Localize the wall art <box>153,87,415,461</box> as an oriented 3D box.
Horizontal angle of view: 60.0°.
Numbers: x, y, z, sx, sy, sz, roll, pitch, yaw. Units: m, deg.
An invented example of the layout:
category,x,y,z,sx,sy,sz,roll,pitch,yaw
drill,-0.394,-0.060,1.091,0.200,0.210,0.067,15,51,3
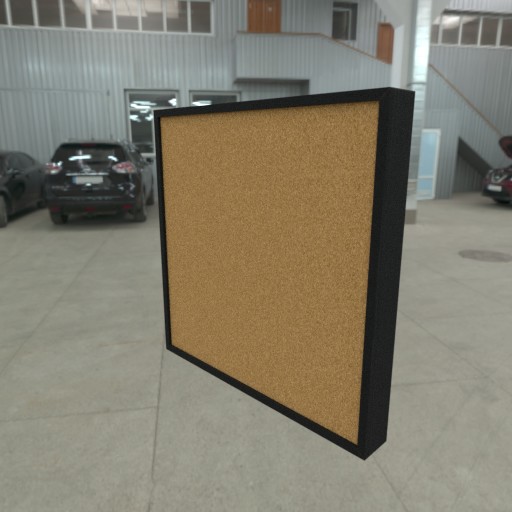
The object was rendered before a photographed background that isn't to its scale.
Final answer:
category,x,y,z,sx,sy,sz,roll,pitch,yaw
wall art,0.000,0.000,0.465,0.037,0.305,0.305,-14,20,-43
